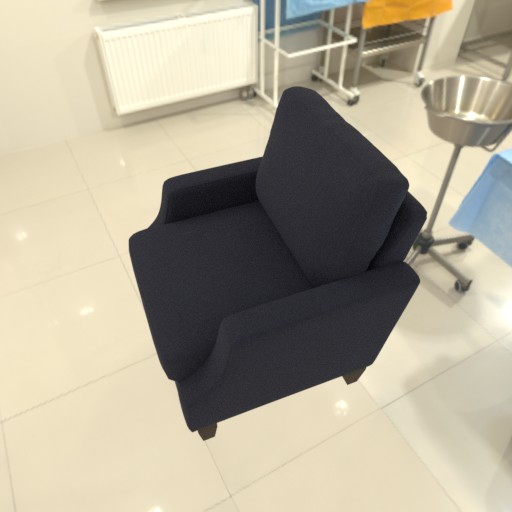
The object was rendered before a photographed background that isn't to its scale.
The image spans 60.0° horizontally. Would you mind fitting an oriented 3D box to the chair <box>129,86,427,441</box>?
[{"bbox_3d":[0.000,0.000,1.685,0.897,0.991,0.855,-16,48,-15],"label":"chair"}]
